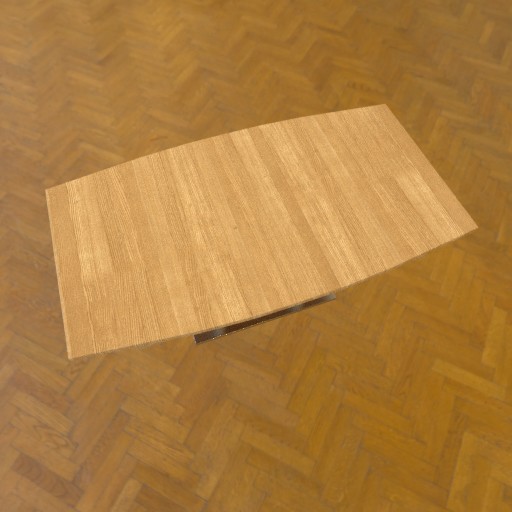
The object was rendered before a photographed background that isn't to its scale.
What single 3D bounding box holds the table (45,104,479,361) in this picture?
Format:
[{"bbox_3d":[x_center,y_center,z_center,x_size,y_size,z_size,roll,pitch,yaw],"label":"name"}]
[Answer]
[{"bbox_3d":[0.000,0.000,2.123,1.598,0.748,0.900,-17,60,-10],"label":"table"}]
